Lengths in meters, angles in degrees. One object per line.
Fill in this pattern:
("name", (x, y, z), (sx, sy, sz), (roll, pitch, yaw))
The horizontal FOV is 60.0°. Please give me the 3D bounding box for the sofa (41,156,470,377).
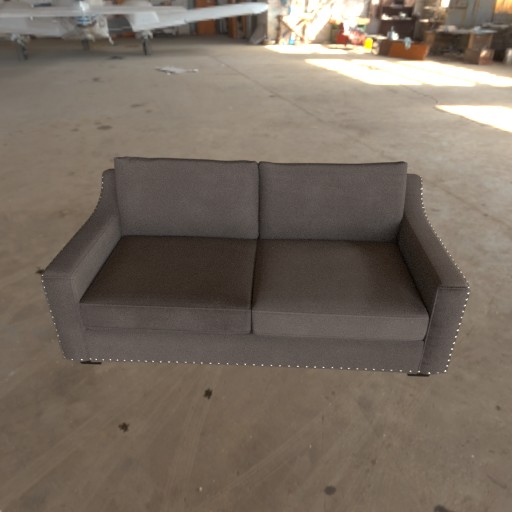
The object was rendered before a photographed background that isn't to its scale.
("sofa", (0.000, 0.000, 3.216), (2.550, 1.196, 1.336), (1, 30, 3))
